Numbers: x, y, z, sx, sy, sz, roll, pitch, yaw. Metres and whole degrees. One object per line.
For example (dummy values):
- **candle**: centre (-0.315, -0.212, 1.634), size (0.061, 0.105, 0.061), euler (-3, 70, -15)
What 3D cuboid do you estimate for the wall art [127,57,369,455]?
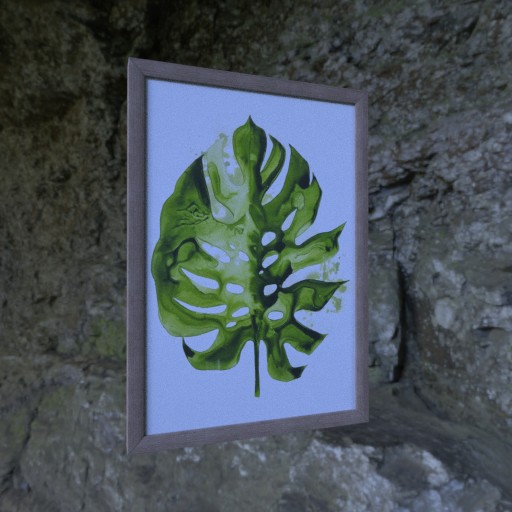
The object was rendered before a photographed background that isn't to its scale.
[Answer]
- **wall art**: centre (0.000, 0.000, 0.638), size (0.356, 0.509, 0.031), euler (0, -1, -19)
